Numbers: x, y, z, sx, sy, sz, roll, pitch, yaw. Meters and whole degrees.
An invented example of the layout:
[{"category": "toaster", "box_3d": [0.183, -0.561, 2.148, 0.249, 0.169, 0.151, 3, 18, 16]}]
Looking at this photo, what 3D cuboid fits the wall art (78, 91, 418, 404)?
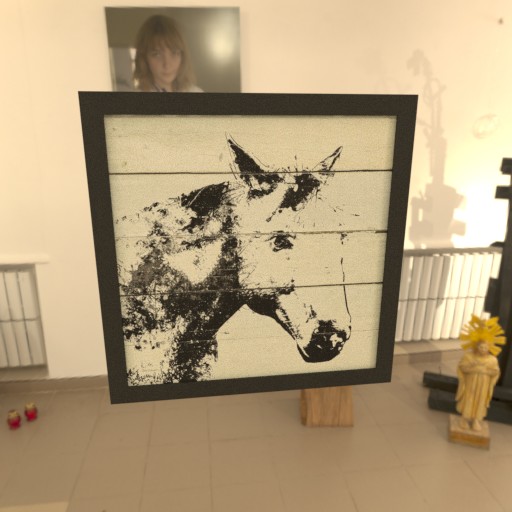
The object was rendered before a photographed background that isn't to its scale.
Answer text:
[{"category": "wall art", "box_3d": [0.000, 0.000, 1.471, 1.016, 1.016, 0.038, -2, 16, -8]}]
